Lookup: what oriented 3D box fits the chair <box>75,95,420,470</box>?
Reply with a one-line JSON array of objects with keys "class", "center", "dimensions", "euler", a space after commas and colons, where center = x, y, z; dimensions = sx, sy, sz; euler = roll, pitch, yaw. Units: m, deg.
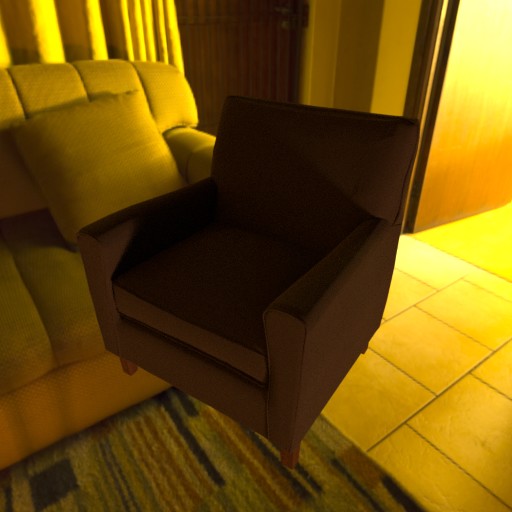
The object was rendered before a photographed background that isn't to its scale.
[{"class": "chair", "center": [0.000, 0.000, 1.576], "dimensions": [0.836, 0.911, 0.831], "euler": [18, 35, 28]}]
